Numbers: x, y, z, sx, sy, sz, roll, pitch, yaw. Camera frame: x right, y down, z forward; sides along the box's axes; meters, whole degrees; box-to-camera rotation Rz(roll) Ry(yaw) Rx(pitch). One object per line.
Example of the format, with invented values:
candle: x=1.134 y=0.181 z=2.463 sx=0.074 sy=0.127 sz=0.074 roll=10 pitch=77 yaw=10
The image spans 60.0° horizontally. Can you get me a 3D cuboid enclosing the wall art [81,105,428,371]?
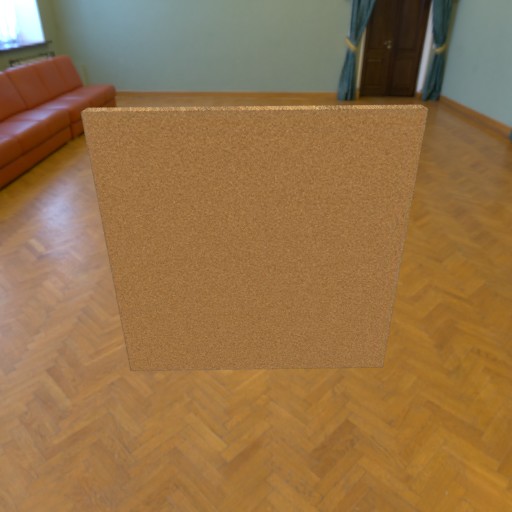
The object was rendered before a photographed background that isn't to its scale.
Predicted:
wall art: x=0.000 y=0.000 z=0.937 sx=0.611 sy=0.608 sz=0.042 roll=0 pitch=29 yaw=-1
